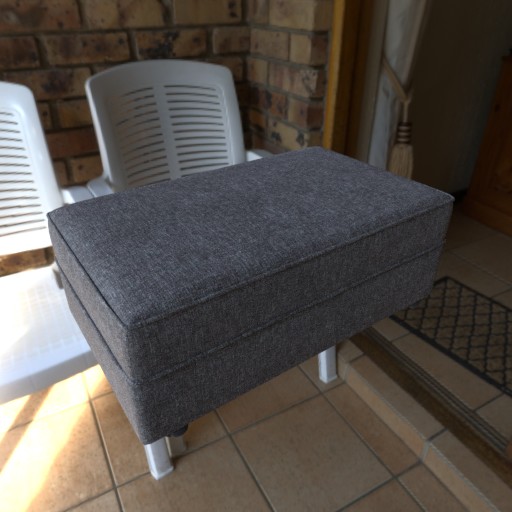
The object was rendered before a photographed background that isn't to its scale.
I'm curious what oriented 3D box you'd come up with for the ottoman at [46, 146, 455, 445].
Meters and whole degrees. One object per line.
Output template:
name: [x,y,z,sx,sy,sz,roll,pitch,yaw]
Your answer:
ottoman: [0.000,0.000,1.539,1.184,0.487,0.717,-20,37,-29]
